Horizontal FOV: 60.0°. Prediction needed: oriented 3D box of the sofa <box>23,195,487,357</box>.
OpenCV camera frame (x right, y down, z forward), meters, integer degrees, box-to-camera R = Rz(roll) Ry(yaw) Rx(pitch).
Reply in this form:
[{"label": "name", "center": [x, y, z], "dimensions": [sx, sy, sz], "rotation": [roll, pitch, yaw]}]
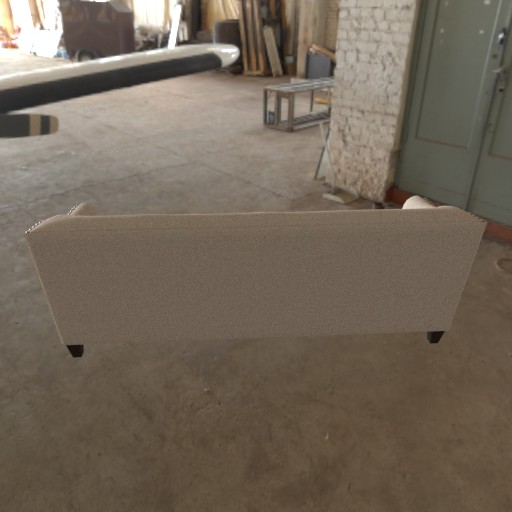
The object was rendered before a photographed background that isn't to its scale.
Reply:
[{"label": "sofa", "center": [0.000, 0.000, 2.704], "dimensions": [2.235, 0.901, 0.914], "rotation": [-2, 29, -3]}]
